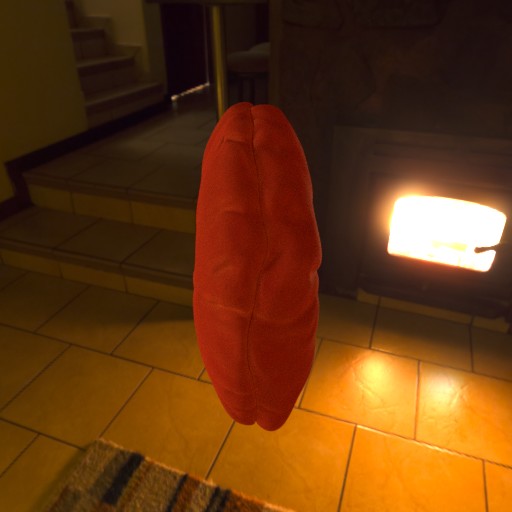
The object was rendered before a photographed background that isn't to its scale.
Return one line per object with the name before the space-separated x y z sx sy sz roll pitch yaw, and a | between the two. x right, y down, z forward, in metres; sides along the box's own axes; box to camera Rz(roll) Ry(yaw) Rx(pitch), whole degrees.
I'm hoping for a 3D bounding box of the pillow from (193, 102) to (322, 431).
pillow | 0.000 0.000 0.622 0.148 0.407 0.428 0 30 0
